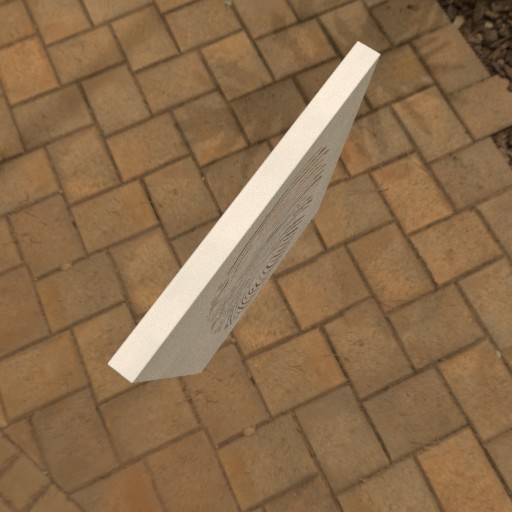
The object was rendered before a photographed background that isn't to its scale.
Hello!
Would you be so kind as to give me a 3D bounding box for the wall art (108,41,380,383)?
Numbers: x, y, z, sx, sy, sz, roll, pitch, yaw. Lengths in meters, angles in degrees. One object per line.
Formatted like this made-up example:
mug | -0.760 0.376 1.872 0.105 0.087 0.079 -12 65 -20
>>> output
wall art | 0.000 0.000 0.824 0.037 0.606 0.508 35 79 8
